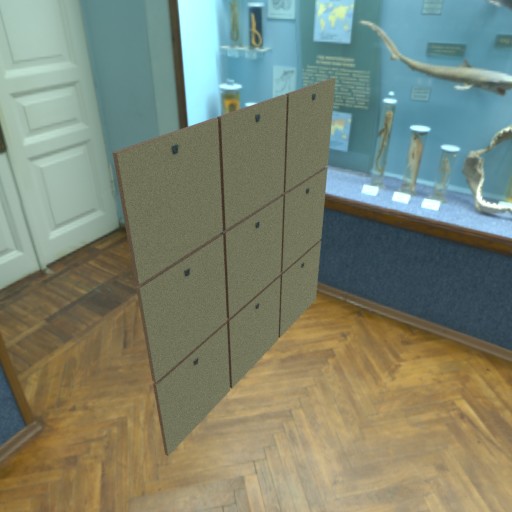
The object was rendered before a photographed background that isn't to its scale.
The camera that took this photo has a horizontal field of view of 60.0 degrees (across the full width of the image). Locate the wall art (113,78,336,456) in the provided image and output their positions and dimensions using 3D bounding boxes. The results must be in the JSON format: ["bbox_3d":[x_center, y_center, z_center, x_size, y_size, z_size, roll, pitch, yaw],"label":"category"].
[{"bbox_3d":[0.000,0.000,1.367,0.018,0.904,0.906,20,37,29],"label":"wall art"}]
